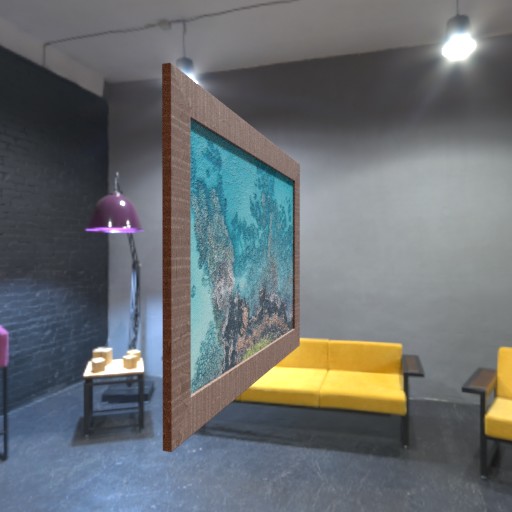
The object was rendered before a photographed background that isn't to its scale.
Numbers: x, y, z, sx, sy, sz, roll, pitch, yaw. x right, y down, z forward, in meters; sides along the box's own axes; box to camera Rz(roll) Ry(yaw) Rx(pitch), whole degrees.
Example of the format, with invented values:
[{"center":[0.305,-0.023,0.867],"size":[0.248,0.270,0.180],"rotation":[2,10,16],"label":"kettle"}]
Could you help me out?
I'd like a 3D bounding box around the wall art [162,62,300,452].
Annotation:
[{"center":[0.000,0.000,1.364],"size":[0.020,0.761,1.056],"rotation":[0,0,19],"label":"wall art"}]
